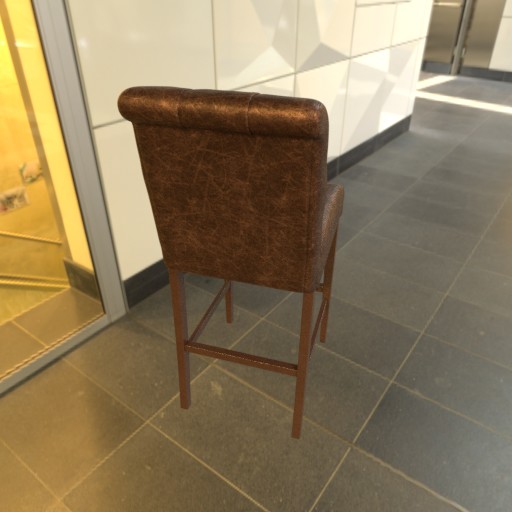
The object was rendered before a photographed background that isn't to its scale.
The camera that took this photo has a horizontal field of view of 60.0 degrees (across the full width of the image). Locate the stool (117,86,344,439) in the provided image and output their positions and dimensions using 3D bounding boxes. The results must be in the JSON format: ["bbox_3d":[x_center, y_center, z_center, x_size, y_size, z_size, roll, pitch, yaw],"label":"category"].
[{"bbox_3d":[0.000,0.000,1.482,0.483,1.168,0.659,9,33,14],"label":"stool"}]
